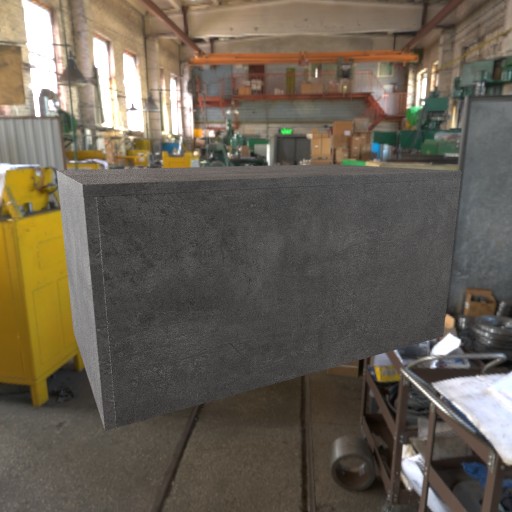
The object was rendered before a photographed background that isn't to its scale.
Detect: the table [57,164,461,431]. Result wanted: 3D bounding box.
[{"bbox_3d":[0.000,0.000,0.924,0.700,0.350,0.400,-7,16,-27],"label":"table"}]
